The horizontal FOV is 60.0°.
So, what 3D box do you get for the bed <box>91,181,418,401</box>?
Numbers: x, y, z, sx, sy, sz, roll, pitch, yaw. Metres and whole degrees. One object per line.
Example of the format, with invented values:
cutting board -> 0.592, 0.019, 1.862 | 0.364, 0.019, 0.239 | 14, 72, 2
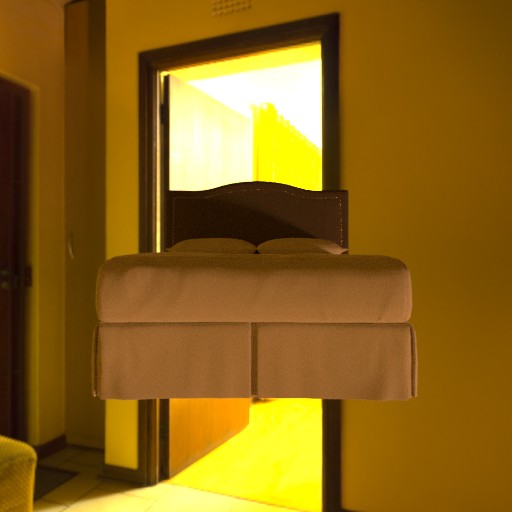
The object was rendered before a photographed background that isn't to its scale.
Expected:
bed -> 0.000, 0.000, 3.097 | 1.666, 1.387, 2.036 | 0, 0, 1
